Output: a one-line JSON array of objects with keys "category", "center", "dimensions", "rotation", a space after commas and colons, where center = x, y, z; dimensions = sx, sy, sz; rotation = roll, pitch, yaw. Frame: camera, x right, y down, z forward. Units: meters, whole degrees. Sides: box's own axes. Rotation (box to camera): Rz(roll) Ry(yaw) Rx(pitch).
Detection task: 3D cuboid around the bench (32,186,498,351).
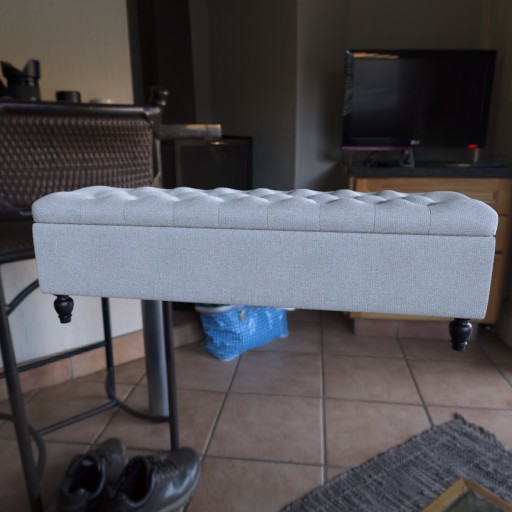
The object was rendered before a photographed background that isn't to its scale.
[{"category": "bench", "center": [0.000, 0.000, 1.619], "dimensions": [1.480, 0.467, 0.455], "rotation": [2, 14, 9]}]
